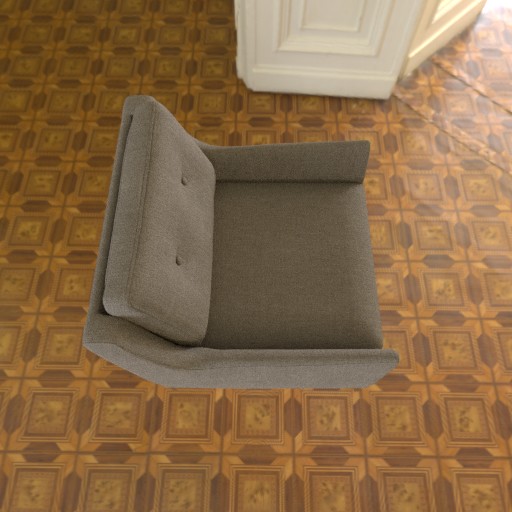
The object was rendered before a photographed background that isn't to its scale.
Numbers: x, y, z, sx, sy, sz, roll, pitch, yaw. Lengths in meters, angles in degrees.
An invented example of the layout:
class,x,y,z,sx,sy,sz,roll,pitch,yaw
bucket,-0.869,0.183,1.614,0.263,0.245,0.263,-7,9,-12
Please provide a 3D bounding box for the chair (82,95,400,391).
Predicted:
class,x,y,z,sx,sy,sz,roll,pitch,yaw
chair,0.000,0.000,1.553,0.849,0.828,0.847,0,64,0
